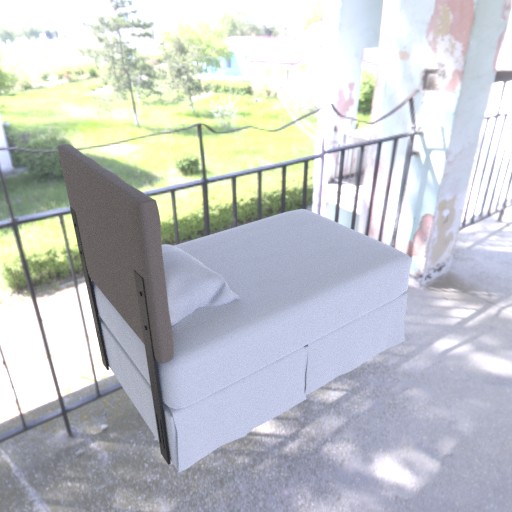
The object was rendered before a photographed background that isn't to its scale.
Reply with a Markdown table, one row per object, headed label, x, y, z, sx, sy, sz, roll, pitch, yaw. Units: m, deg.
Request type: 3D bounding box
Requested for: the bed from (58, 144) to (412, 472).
| label | x | y | z | sx | sy | sz | roll | pitch | yaw |
| --- | --- | --- | --- | --- | --- | --- | --- | --- | --- |
| bed | 0.000 | 0.000 | 2.985 | 1.997 | 1.571 | 1.261 | -19 | 34 | -32 |
